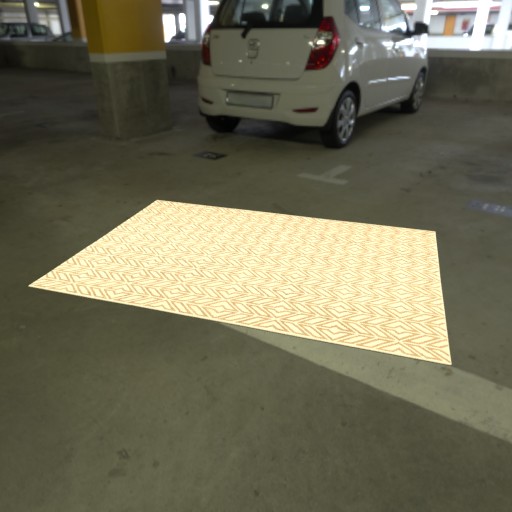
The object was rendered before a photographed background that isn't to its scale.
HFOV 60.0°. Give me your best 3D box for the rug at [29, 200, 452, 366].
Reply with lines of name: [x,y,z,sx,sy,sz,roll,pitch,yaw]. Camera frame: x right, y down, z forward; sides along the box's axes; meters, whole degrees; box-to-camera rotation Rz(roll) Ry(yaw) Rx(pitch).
rug: [0.000,0.000,2.326,1.828,0.007,1.220,8,28,15]
